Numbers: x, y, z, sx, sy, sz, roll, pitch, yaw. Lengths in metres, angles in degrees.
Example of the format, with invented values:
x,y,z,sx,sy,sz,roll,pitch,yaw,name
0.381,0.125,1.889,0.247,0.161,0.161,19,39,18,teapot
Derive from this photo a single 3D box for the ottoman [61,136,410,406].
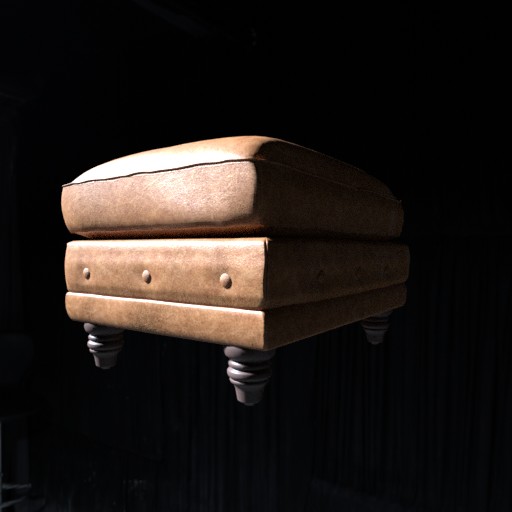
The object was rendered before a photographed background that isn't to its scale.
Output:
x,y,z,sx,sy,sz,roll,pitch,yaw,name
0.000,0.000,1.072,0.533,0.480,0.710,1,1,35,ottoman
